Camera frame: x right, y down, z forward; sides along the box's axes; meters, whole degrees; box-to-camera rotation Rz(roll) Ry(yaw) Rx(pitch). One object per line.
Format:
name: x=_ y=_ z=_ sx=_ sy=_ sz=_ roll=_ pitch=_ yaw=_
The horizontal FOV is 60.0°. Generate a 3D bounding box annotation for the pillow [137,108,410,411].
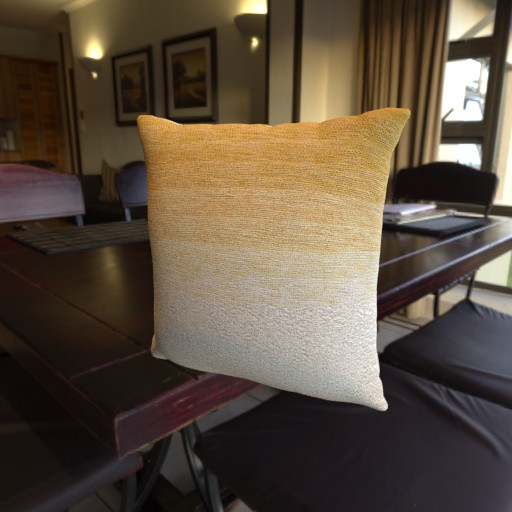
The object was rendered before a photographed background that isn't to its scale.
pillow: x=0.000 y=0.000 z=0.725 sx=0.450 sy=0.450 sz=0.211 roll=7 pitch=16 yaw=25
